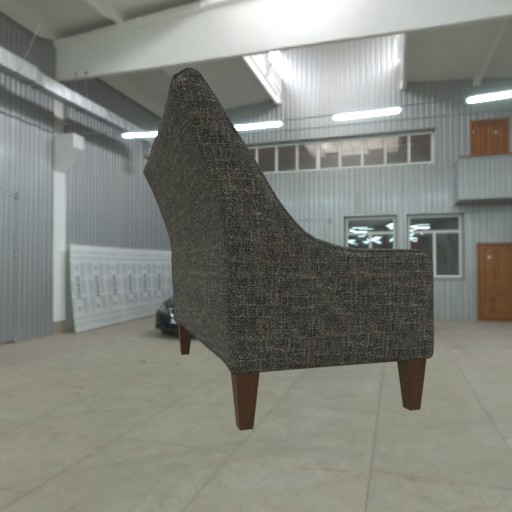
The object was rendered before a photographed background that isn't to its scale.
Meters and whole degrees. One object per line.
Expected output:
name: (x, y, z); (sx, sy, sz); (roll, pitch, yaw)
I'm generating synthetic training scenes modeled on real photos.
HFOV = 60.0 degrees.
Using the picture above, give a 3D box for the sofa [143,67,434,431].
sofa: (0.000, 0.000, 1.895); (0.870, 1.021, 1.242); (0, -1, -18)
